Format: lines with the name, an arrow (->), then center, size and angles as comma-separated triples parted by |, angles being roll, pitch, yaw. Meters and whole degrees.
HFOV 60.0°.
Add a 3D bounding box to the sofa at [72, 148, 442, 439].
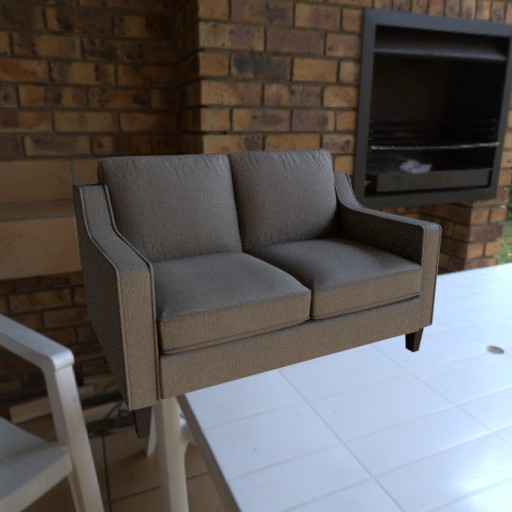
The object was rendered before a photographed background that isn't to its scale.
sofa -> 0.000, 0.000, 2.163 | 1.503, 0.981, 0.985 | -8, 18, -27
